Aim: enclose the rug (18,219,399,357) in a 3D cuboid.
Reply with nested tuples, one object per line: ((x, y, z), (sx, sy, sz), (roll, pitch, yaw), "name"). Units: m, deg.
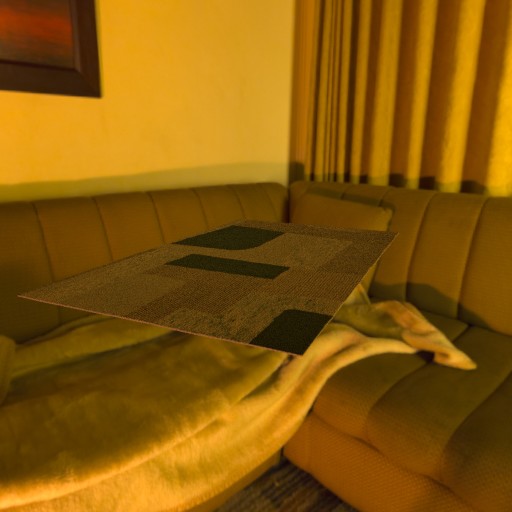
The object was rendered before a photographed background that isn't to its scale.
((0.000, 0.000, 2.983), (1.521, 0.015, 2.436), (7, 16, 24), "rug")
